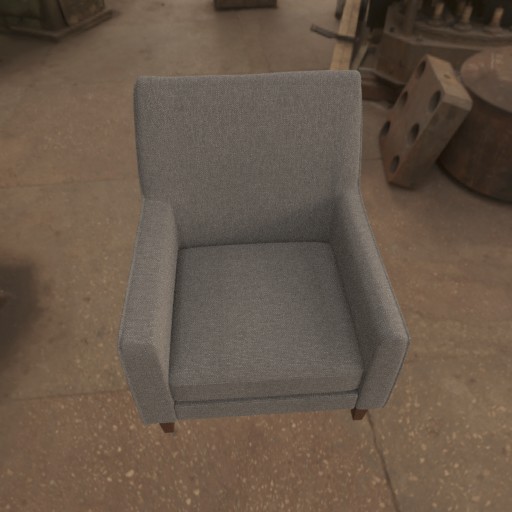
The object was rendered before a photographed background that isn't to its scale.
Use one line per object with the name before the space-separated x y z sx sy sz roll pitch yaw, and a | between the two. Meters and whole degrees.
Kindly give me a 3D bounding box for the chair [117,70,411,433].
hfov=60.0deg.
chair | 0.000 0.000 1.518 0.780 0.919 0.899 -3 45 -3
